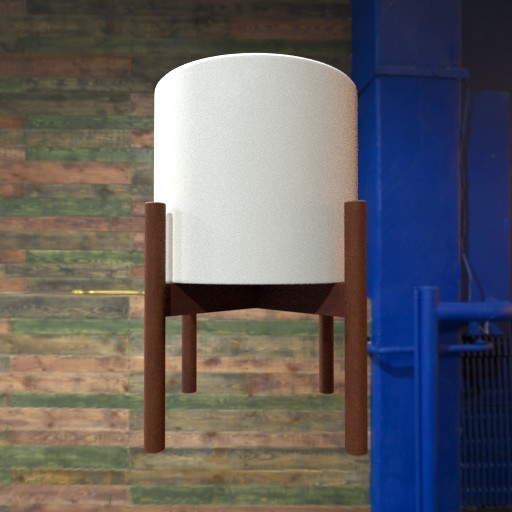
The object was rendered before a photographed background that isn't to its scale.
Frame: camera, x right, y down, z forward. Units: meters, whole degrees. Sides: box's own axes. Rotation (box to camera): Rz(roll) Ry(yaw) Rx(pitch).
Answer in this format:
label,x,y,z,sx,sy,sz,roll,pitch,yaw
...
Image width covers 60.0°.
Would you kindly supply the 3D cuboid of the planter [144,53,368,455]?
label,x,y,z,sx,sy,sz,roll,pitch,yaw
planter,0.000,0.000,0.499,0.224,0.358,0.224,0,-1,1
